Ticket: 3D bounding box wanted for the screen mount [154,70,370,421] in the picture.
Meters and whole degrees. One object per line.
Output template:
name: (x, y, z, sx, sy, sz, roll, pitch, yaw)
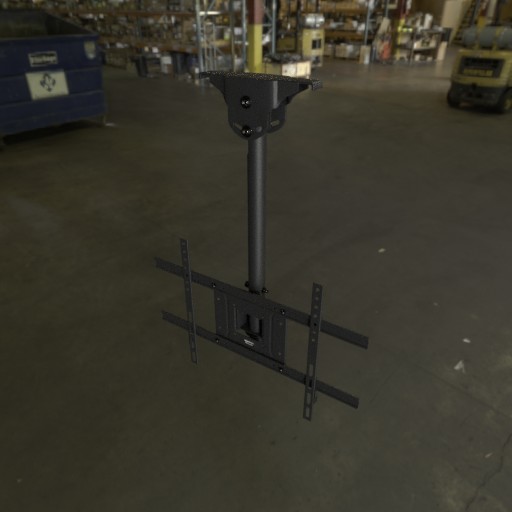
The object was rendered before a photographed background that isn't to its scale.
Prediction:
screen mount: (0.000, 0.000, 1.022, 0.595, 0.775, 0.090, 18, 34, 29)
